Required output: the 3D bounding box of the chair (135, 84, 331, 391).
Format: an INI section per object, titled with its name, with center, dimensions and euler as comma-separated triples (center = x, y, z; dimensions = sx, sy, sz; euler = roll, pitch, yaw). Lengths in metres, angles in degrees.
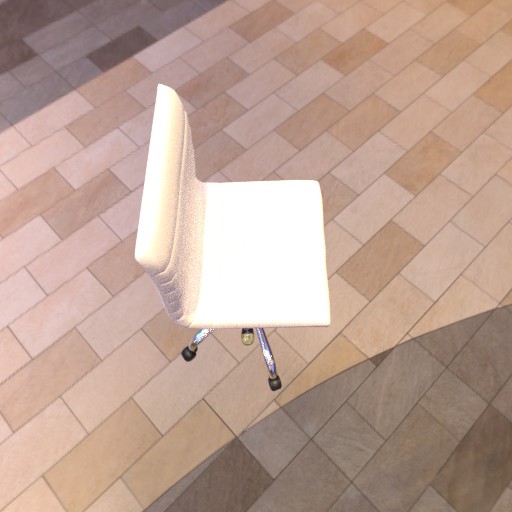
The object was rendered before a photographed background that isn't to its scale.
[chair]
center = 0.000, 0.000, 1.084
dimensions = 0.455, 0.750, 0.520
euler = 0, 63, 0
